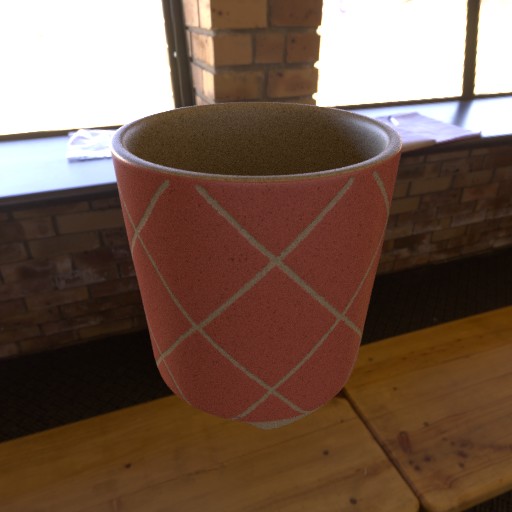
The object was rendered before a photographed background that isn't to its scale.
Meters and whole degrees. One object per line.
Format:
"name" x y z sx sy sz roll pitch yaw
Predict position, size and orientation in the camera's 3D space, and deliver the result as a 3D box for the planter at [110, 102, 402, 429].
"planter" 0.000 0.000 0.415 0.227 0.235 0.227 0 30 0
